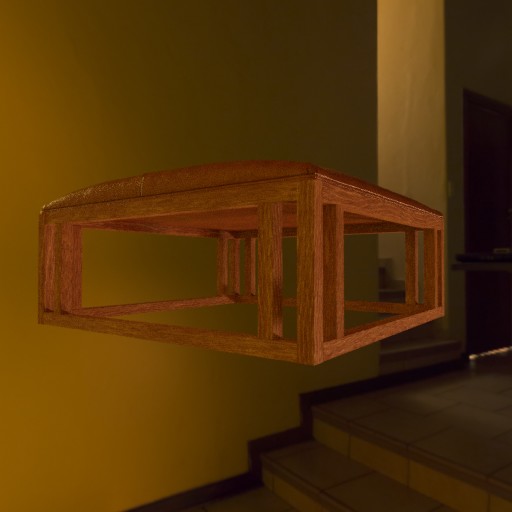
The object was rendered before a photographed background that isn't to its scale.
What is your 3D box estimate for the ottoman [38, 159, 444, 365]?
[{"bbox_3d":[0.000,0.000,1.547,1.013,0.442,1.016,-1,-1,36],"label":"ottoman"}]
